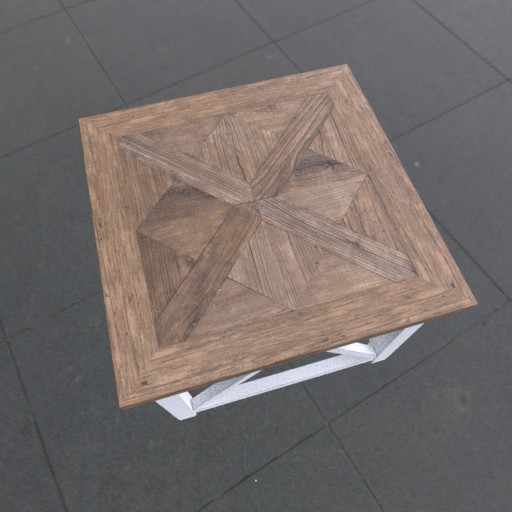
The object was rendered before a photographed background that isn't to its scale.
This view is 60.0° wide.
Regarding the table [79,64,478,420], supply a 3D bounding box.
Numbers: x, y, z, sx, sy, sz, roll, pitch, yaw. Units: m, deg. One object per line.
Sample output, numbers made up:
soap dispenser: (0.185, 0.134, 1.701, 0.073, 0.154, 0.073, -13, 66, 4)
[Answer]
table: (0.000, 0.000, 1.208, 0.700, 0.532, 0.700, -14, 64, -7)
